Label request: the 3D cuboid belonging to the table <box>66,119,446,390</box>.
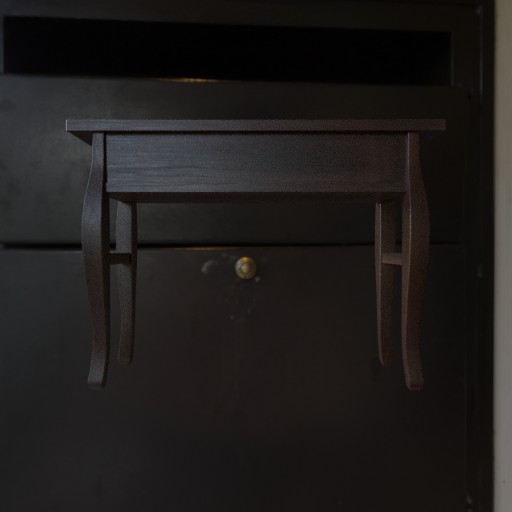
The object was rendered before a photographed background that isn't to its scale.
[{"bbox_3d":[0.000,0.000,1.421,1.062,0.768,0.373,0,1,0],"label":"table"}]
